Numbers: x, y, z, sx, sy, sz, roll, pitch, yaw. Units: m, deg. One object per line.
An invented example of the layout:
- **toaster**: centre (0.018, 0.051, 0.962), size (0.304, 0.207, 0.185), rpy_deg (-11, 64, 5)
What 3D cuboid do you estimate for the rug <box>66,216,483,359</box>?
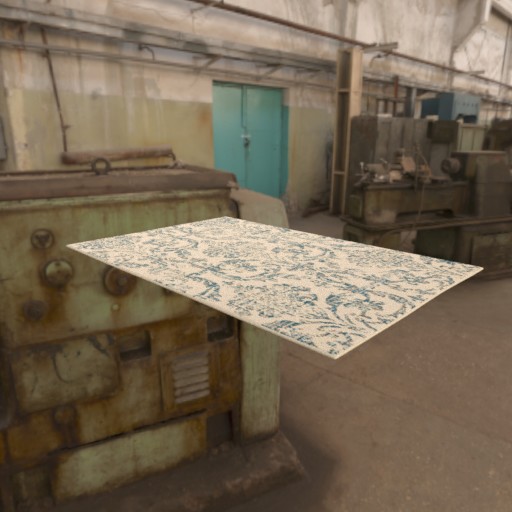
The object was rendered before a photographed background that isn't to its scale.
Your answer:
- **rug**: centre (0.000, 0.000, 2.302), size (1.831, 0.012, 1.213), rpy_deg (15, 22, 42)
